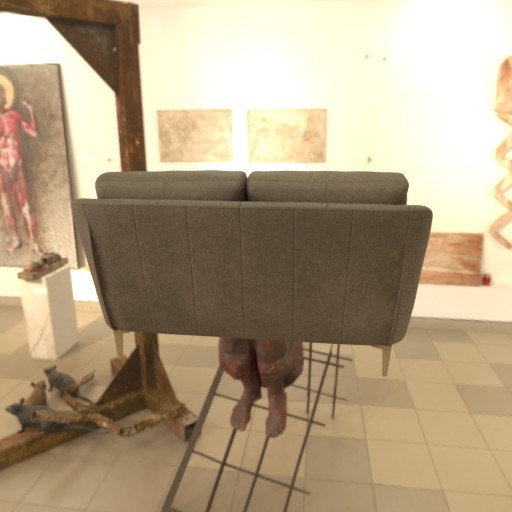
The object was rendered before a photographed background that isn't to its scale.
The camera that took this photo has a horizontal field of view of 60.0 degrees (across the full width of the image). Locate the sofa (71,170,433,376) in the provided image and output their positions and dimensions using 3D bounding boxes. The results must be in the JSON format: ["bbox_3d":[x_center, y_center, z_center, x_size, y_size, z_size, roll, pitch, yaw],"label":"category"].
[{"bbox_3d":[0.000,0.000,2.248,1.619,0.902,0.960,2,16,7],"label":"sofa"}]
